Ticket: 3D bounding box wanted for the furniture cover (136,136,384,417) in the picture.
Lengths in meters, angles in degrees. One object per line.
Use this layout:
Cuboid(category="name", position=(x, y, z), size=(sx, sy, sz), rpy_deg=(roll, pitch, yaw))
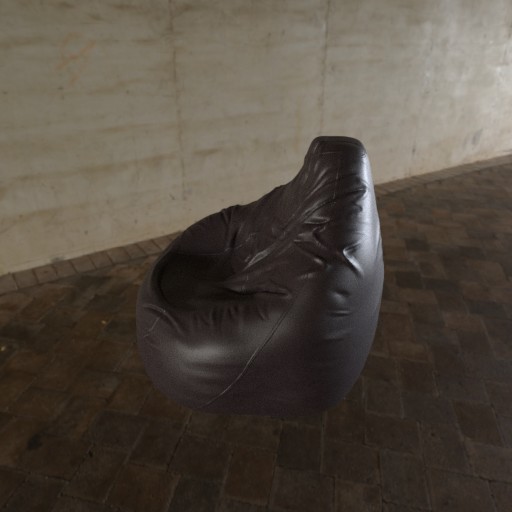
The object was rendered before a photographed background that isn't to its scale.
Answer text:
Cuboid(category="furniture cover", position=(0.000, 0.000, 1.895), size=(1.070, 0.990, 1.070), rpy_deg=(0, 27, -1))
